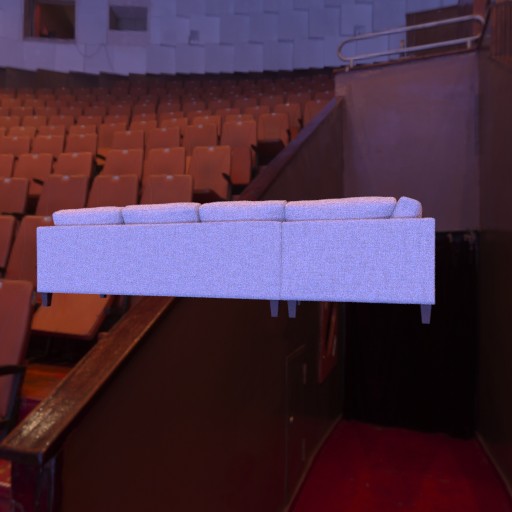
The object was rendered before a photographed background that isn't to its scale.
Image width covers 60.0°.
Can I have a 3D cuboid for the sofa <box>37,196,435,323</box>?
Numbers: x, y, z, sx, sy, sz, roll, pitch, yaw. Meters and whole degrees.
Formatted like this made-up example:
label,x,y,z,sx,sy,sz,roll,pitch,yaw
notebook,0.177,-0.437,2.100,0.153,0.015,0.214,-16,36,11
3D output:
label,x,y,z,sx,sy,sz,roll,pitch,yaw
sofa,0.000,0.000,4.451,3.182,0.863,2.432,0,0,18
